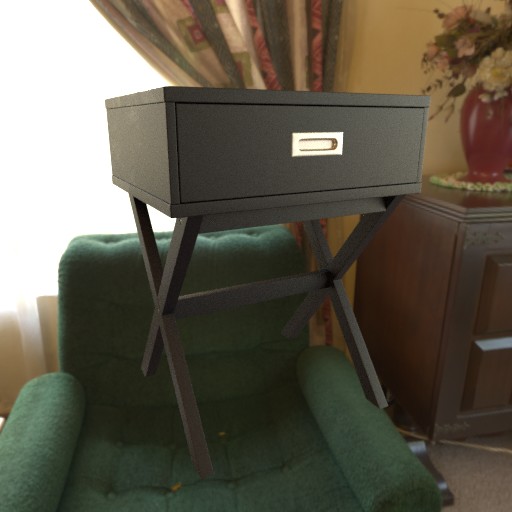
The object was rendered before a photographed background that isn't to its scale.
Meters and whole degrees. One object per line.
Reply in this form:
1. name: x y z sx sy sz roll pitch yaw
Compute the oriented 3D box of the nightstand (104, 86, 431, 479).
1. nightstand: 0.000 0.000 0.924 0.479 0.623 0.402 -9 19 -27
